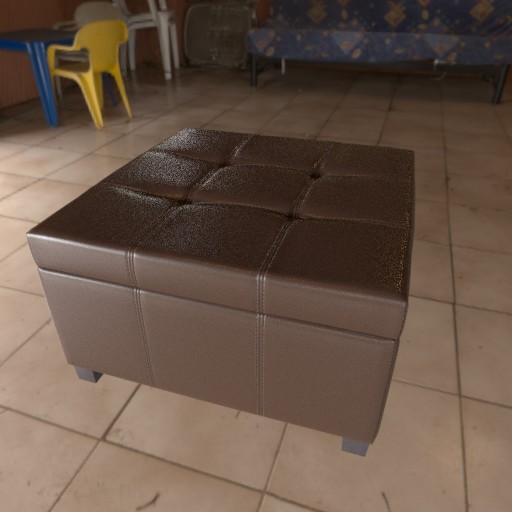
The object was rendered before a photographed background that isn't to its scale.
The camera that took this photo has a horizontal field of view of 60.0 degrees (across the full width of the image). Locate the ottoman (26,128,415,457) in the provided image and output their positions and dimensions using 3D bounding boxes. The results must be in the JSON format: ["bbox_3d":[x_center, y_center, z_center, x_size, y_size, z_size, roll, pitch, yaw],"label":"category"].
[{"bbox_3d":[0.000,0.000,1.252,0.788,0.460,0.787,10,34,15],"label":"ottoman"}]
